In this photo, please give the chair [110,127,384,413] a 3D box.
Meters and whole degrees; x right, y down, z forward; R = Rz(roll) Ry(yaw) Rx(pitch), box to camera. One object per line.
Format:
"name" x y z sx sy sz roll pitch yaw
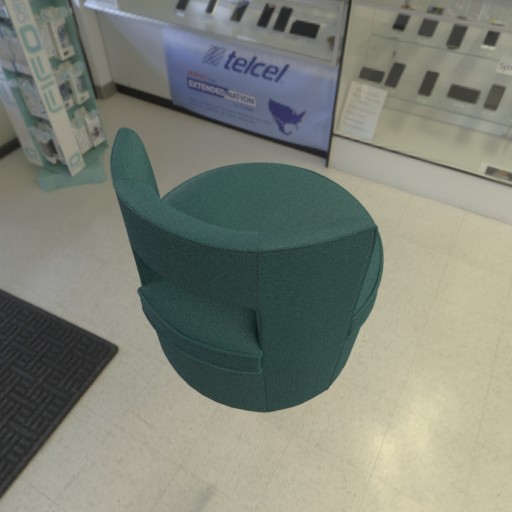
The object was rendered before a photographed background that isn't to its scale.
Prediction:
"chair" 0.000 0.000 1.236 0.684 0.711 0.660 24 52 21
